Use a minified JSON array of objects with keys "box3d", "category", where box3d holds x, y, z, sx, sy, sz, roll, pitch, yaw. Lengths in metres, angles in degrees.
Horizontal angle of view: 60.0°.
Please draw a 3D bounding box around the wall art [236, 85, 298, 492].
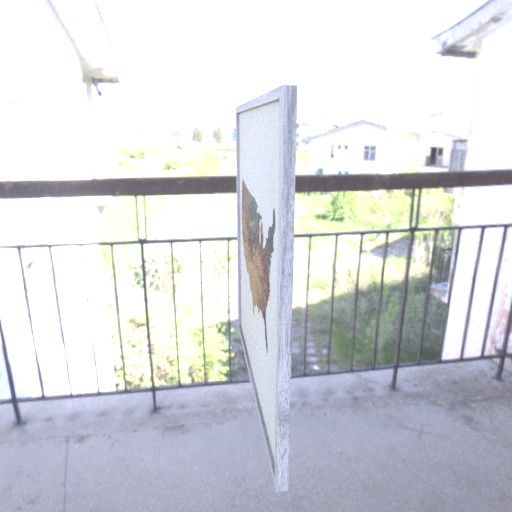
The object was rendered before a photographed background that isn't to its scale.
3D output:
[{"box3d":[0.000,0.000,0.761,0.016,0.507,0.508,-2,16,-8],"category":"wall art"}]
